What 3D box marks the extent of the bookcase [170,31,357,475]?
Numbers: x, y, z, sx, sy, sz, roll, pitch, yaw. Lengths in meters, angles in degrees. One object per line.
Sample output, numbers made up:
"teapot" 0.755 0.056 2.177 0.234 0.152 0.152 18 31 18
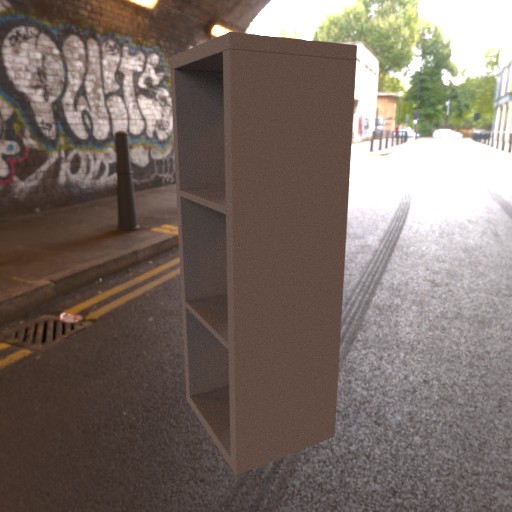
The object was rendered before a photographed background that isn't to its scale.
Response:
"bookcase" 0.000 0.000 1.276 0.330 1.080 0.390 -8 18 -27
